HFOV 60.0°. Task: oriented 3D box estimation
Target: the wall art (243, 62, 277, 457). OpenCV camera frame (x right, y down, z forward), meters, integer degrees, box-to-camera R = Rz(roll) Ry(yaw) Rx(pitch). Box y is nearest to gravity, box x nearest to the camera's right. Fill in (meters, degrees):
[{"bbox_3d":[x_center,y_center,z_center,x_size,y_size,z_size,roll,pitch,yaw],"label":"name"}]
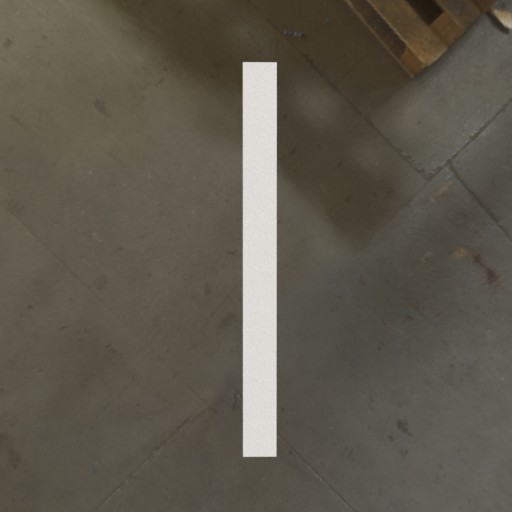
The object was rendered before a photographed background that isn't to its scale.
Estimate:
[{"bbox_3d":[0.000,0.000,0.834,0.038,0.657,0.450,0,91,-1],"label":"wall art"}]
